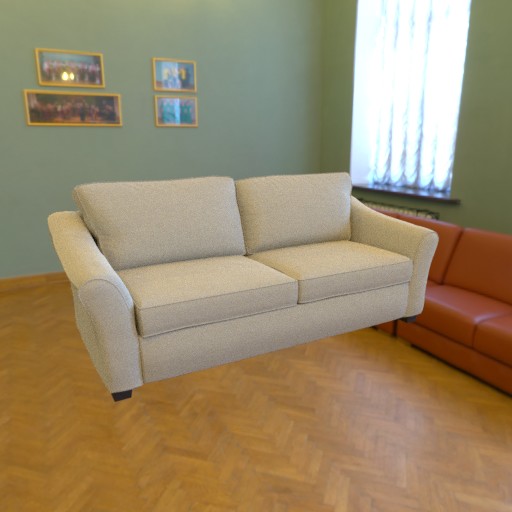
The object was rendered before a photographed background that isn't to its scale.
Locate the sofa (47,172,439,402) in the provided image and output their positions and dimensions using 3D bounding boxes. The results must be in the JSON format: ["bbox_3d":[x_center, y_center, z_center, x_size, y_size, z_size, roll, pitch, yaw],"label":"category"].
[{"bbox_3d":[0.000,0.000,2.774,2.270,0.965,0.980,-8,17,-28],"label":"sofa"}]
